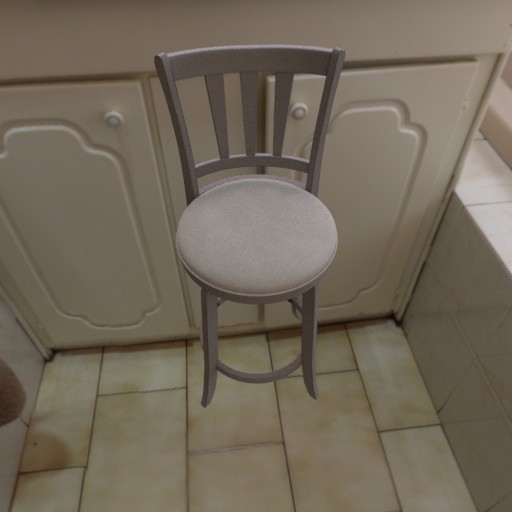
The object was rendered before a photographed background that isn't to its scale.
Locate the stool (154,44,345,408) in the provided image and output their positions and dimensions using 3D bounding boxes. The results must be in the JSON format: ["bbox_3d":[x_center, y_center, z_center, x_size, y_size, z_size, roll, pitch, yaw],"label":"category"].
[{"bbox_3d":[0.000,0.000,1.265,0.436,1.023,0.475,-3,47,-3],"label":"stool"}]
